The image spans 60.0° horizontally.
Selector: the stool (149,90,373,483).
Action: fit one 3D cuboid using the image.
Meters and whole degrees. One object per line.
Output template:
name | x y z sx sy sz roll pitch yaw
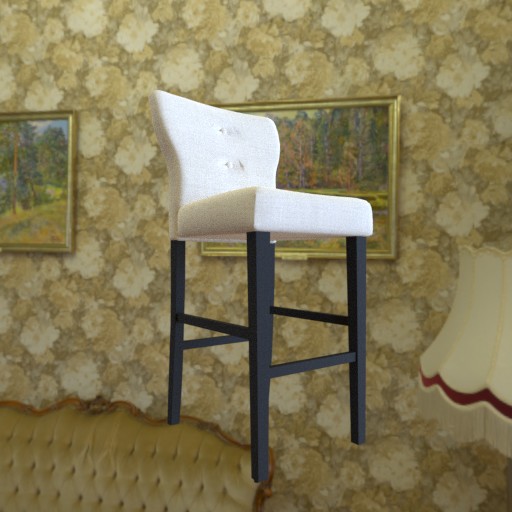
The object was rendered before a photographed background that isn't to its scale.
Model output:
stool | 0.000 0.000 1.433 0.516 1.124 0.603 0 -1 -37
